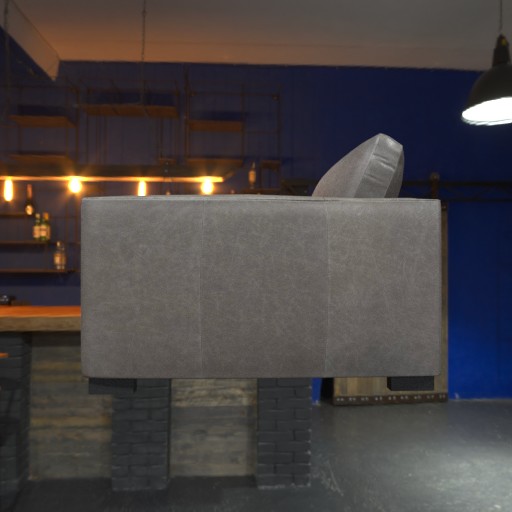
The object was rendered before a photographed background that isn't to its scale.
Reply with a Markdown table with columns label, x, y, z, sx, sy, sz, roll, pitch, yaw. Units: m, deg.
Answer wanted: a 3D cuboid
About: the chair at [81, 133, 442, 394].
| label | x | y | z | sx | sy | sz | roll | pitch | yaw |
| --- | --- | --- | --- | --- | --- | --- | --- | --- | --- |
| chair | 0.000 | 0.000 | 1.806 | 1.080 | 0.807 | 1.106 | 0 | -1 | -1 |
